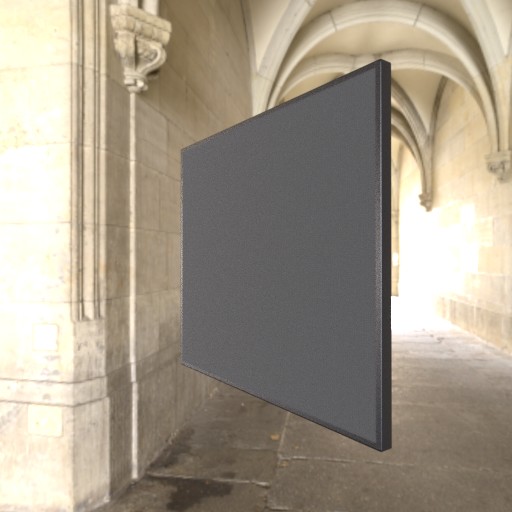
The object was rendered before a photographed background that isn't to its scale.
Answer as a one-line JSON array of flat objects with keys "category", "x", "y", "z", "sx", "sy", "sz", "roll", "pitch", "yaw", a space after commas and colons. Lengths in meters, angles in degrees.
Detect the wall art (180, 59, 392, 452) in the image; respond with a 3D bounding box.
[{"category": "wall art", "x": 0.000, "y": 0.000, "z": 0.723, "sx": 0.018, "sy": 0.450, "sz": 0.521, "roll": 0, "pitch": 0, "yaw": -35}]
